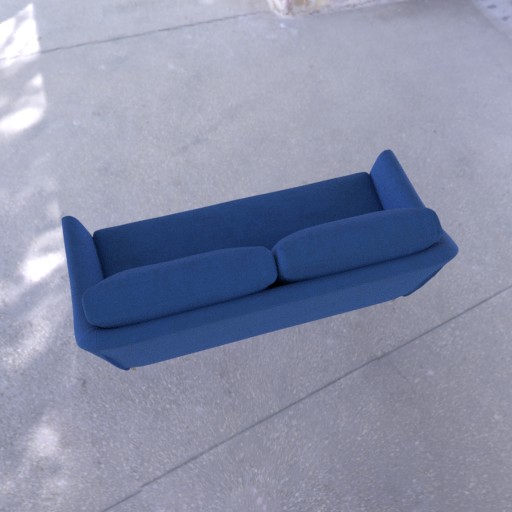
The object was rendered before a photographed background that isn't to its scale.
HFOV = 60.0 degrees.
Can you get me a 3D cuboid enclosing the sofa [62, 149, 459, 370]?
[{"bbox_3d":[0.000,0.000,2.543,2.036,0.903,0.960,-13,59,-8],"label":"sofa"}]
